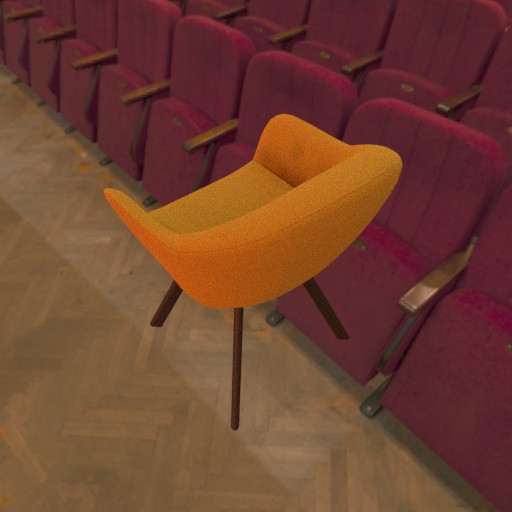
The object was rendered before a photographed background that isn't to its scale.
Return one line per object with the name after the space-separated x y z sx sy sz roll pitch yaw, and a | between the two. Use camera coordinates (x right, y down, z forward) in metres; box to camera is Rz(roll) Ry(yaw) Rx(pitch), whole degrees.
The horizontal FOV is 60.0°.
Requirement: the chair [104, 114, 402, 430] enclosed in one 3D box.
0.000 0.000 1.151 0.545 0.775 0.565 -31 53 -27 | chair
